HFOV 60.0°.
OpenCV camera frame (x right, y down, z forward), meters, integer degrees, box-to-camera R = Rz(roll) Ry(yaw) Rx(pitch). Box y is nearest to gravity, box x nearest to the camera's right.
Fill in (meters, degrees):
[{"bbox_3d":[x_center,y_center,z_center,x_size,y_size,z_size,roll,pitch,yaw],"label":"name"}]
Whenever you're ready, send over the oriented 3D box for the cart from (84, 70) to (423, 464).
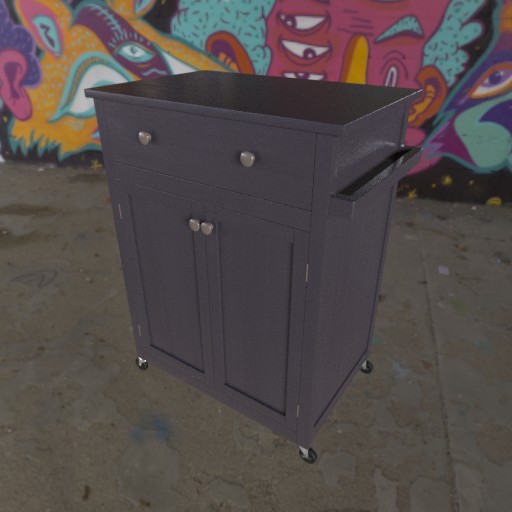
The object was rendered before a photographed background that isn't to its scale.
[{"bbox_3d":[0.000,0.000,1.237,0.690,0.878,0.449,18,34,29],"label":"cart"}]
